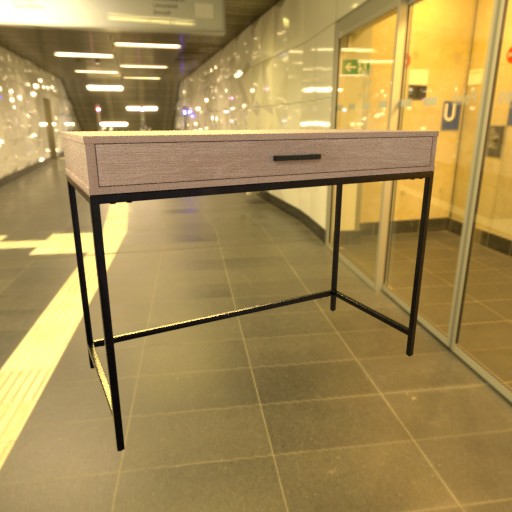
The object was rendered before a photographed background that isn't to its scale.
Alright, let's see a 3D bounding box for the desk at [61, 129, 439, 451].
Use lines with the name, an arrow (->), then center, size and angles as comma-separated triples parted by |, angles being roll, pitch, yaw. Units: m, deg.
desk -> 0.000, 0.000, 1.408 | 1.016, 0.762, 0.470 | -9, 19, -27
